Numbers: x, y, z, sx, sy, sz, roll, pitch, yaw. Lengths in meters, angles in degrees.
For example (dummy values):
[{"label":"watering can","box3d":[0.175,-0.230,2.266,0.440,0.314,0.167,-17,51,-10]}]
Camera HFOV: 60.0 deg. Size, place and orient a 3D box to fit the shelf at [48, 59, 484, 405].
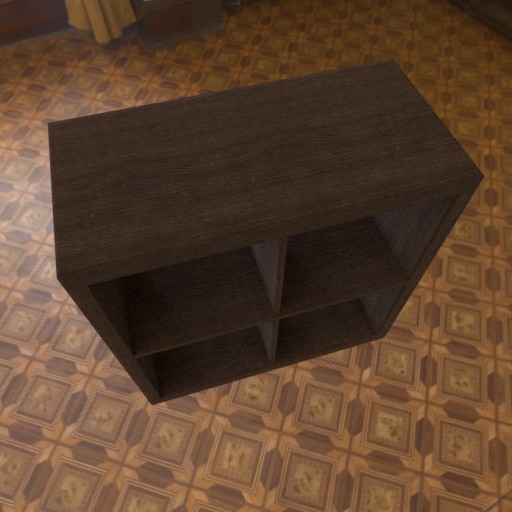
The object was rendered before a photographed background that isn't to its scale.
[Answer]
[{"label":"shelf","box3d":[0.000,0.000,1.212,0.790,0.786,0.390,-14,58,-9]}]
